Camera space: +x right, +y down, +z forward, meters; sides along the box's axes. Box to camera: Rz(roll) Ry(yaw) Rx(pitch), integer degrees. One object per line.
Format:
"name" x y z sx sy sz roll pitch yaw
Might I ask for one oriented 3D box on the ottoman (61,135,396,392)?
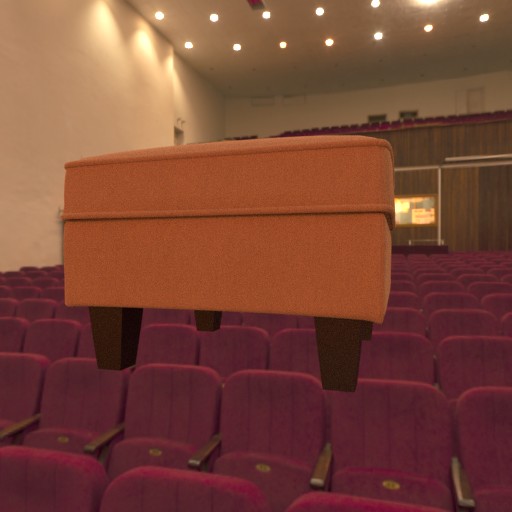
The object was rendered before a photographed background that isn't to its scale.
"ottoman" 0.000 0.000 1.025 0.616 0.438 0.613 0 0 18
